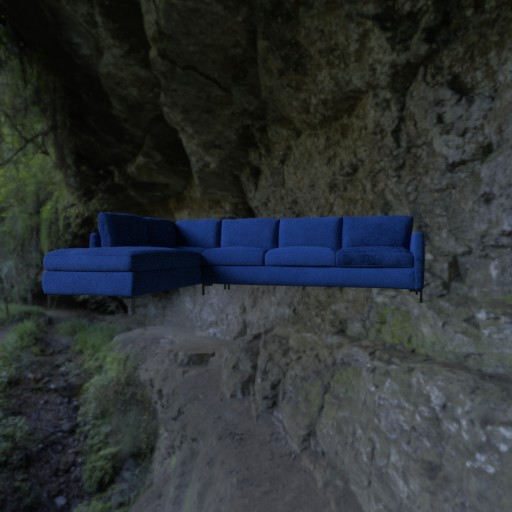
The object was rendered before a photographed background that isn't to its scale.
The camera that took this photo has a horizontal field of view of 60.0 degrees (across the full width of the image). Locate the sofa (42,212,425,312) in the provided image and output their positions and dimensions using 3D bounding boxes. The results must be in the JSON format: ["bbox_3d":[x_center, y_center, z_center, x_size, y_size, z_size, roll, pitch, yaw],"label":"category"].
[{"bbox_3d":[0.000,0.000,4.016,2.949,0.815,2.007,0,1,17],"label":"sofa"}]
